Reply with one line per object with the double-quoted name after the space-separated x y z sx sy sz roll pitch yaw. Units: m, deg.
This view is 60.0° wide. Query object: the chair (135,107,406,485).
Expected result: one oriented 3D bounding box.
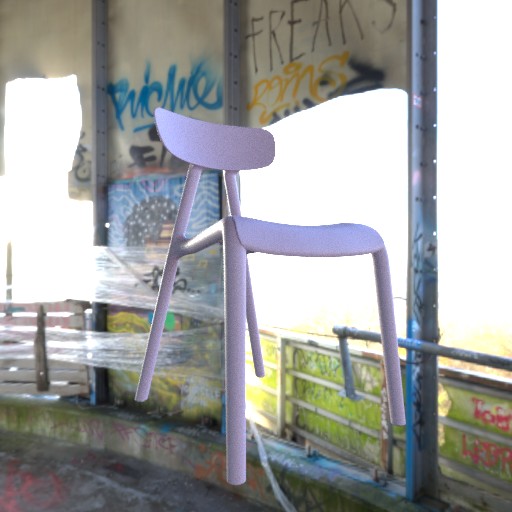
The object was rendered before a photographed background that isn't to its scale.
0.000 0.000 0.818 0.356 0.580 0.401 0 0 -36 "chair"
